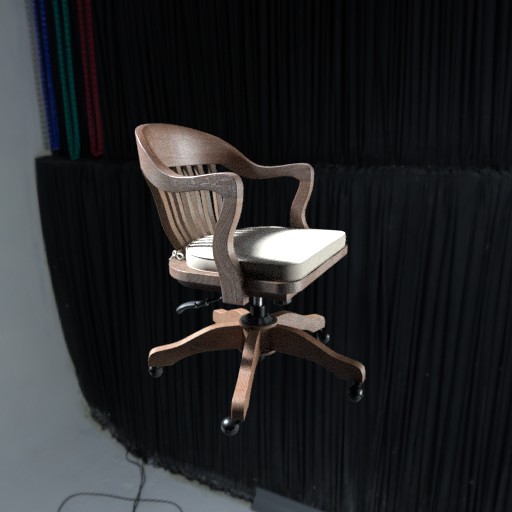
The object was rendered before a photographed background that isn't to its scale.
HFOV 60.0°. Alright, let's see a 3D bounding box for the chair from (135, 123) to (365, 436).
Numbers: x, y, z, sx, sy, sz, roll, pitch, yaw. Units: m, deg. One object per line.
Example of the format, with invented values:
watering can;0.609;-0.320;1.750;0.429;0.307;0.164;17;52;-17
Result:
chair;0.000;0.000;1.510;0.788;0.878;0.750;7;16;26
